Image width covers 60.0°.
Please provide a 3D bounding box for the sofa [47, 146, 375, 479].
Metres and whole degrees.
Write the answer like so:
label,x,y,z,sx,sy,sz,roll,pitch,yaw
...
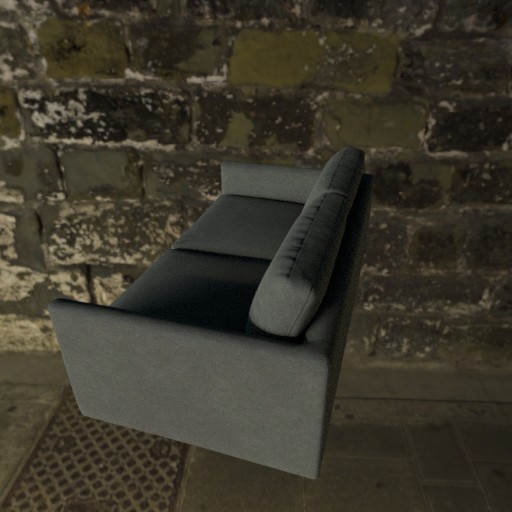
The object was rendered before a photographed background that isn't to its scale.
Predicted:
label,x,y,z,sx,sy,sz,roll,pitch,yaw
sofa,0.000,0.000,2.431,1.091,0.845,1.909,9,31,15
